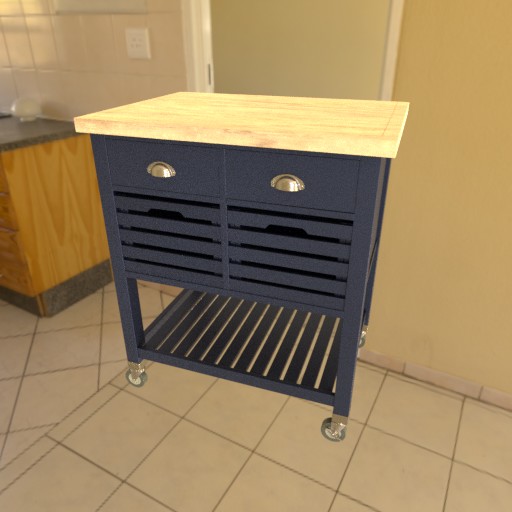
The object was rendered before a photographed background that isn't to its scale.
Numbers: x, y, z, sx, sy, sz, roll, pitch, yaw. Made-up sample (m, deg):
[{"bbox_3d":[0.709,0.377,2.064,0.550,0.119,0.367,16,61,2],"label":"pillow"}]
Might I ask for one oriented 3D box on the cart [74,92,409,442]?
[{"bbox_3d":[0.000,0.000,1.447,0.797,0.920,0.567,9,28,17],"label":"cart"}]
